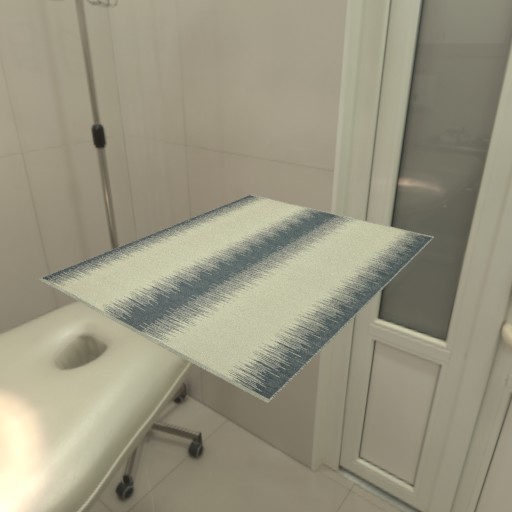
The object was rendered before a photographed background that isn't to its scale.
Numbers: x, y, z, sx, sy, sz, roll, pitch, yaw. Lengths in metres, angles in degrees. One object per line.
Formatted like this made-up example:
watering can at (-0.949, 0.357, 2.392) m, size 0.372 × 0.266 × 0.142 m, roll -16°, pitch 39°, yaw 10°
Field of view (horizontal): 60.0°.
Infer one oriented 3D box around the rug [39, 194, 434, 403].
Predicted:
rug at (0.000, 0.000, 4.266) m, size 2.453 × 0.004 × 3.037 m, roll 18°, pitch 31°, yaw 33°
